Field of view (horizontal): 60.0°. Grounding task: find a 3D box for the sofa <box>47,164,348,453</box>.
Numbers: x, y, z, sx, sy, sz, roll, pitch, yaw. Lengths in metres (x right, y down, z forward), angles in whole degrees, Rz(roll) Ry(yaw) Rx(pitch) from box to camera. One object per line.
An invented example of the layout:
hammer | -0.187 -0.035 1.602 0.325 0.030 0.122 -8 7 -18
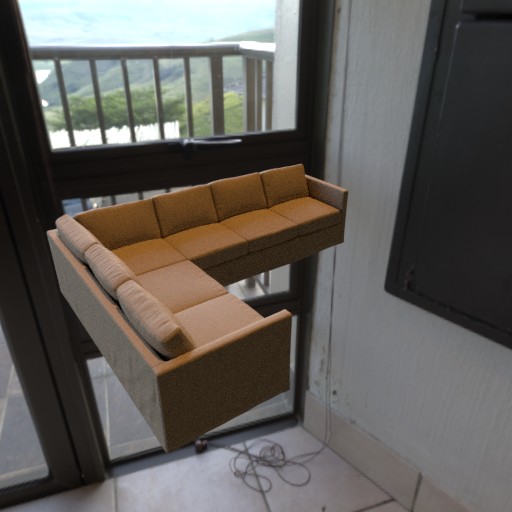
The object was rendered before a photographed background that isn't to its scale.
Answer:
sofa | 0.000 0.000 4.289 3.182 0.871 2.432 -19 33 -32
